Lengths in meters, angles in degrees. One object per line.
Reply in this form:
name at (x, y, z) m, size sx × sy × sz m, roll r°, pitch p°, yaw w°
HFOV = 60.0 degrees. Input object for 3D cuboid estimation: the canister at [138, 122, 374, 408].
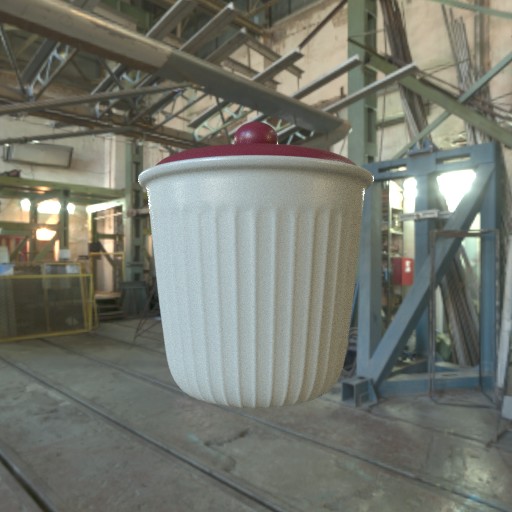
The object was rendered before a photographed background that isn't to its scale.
canister at (0.000, 0.000, 0.352) m, size 0.181 × 0.211 × 0.181 m, roll 0°, pitch 0°, yaw 0°
